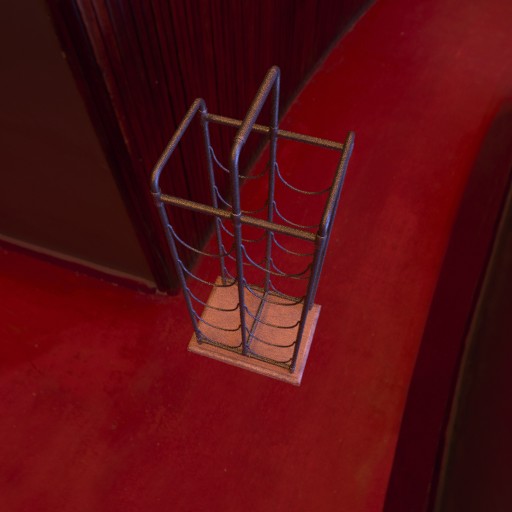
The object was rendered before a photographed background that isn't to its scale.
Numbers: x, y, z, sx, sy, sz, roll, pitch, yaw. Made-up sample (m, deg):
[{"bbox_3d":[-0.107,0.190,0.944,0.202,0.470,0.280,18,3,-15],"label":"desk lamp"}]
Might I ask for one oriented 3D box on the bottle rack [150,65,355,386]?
[{"bbox_3d":[0.000,0.000,0.804,0.276,0.680,0.208,15,59,9],"label":"bottle rack"}]
